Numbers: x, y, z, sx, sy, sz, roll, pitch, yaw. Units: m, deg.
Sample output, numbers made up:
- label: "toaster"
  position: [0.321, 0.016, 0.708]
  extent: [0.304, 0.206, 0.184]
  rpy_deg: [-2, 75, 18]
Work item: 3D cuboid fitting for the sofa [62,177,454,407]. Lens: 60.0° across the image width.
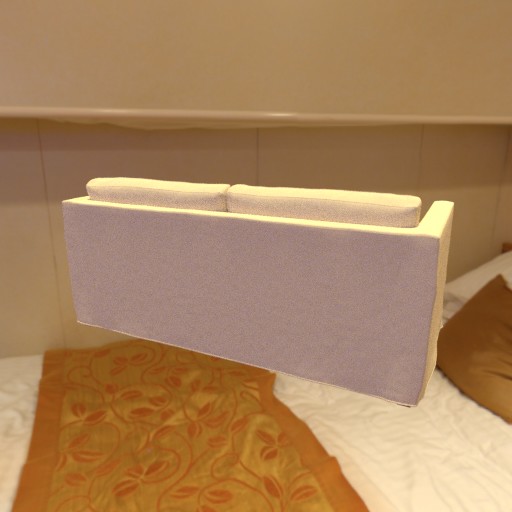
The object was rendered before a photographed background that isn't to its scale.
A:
- label: "sofa"
  position: [0.000, 0.000, 2.498]
  extent: [1.987, 0.870, 0.940]
  rpy_deg: [8, 17, 25]
